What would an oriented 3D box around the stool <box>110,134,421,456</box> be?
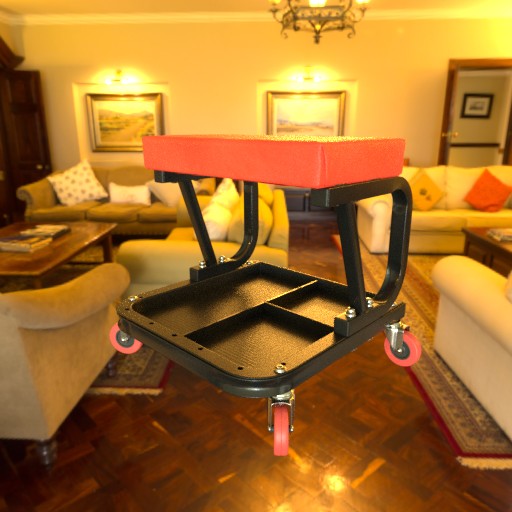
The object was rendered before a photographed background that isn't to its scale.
[{"bbox_3d":[0.000,0.000,0.729,0.446,0.380,0.371,15,22,41],"label":"stool"}]
